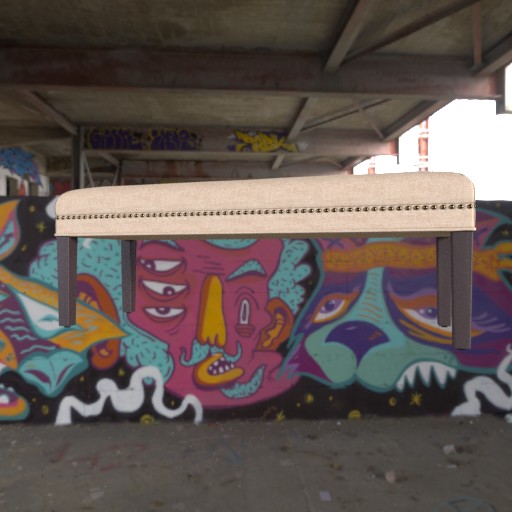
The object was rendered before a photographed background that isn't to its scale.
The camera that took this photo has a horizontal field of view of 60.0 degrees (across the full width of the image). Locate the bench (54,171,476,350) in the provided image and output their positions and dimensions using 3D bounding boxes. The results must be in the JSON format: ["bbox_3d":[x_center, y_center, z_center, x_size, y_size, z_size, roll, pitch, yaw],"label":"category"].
[{"bbox_3d":[0.000,0.000,1.424,1.219,0.457,0.410,0,0,17],"label":"bench"}]
